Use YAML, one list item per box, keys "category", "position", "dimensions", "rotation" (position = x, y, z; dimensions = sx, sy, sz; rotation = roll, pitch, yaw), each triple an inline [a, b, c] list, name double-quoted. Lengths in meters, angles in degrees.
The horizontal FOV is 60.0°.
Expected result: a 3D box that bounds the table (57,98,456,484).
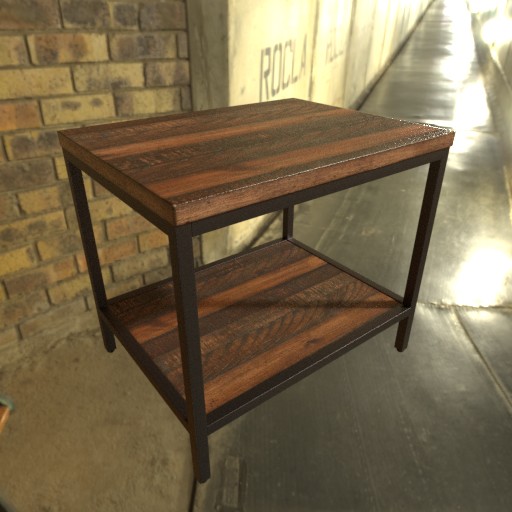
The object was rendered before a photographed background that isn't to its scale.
- category: "table"
  position: [0.000, 0.000, 1.098]
  dimensions: [0.678, 0.612, 0.524]
  rotation: [-20, 35, -32]
